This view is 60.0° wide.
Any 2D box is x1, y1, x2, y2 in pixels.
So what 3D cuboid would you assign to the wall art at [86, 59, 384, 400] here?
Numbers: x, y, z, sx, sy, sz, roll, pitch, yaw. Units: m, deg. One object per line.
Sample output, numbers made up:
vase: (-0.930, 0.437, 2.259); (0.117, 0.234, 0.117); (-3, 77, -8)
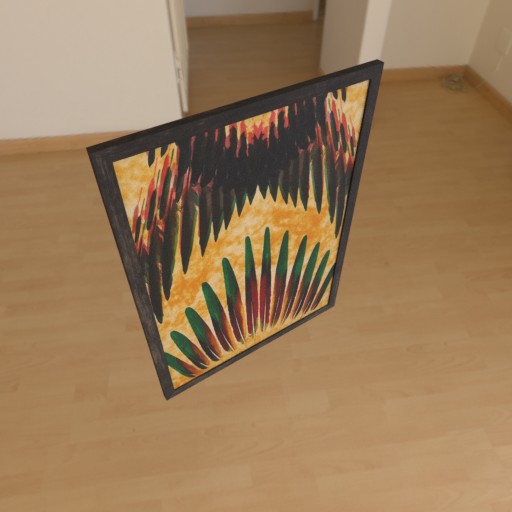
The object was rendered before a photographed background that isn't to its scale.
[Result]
wall art: (0.000, 0.000, 1.433); (0.812, 1.066, 0.029); (-25, 51, -23)
